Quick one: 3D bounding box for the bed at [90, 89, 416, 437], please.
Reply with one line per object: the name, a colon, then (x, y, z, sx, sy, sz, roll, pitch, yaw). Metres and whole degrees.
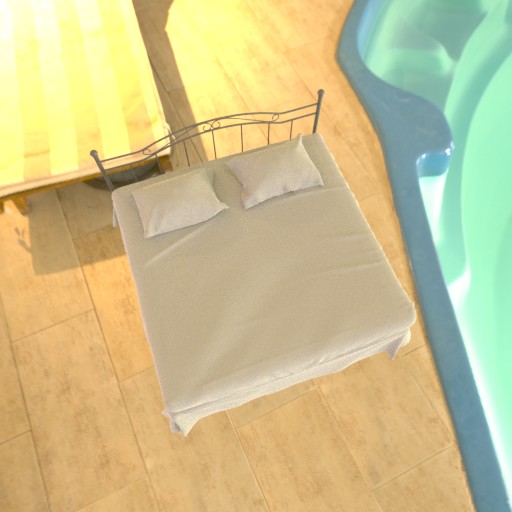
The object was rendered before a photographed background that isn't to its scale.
bed: (0.000, 0.000, 3.721, 2.309, 1.080, 2.220, -18, 66, -8)
